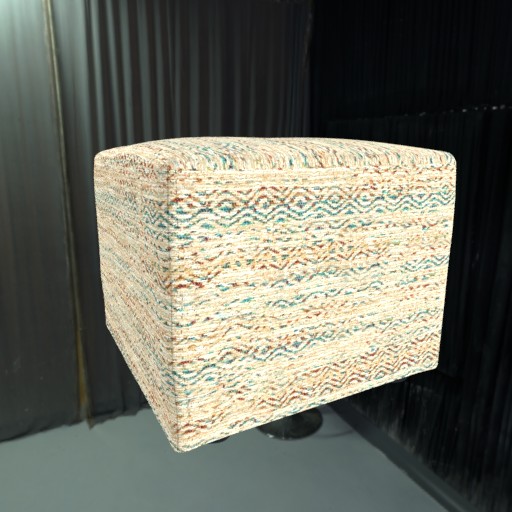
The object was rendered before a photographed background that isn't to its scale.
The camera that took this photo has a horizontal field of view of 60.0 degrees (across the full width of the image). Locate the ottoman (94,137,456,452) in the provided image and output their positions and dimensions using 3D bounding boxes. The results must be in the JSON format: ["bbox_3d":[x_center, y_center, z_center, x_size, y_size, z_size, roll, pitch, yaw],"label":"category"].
[{"bbox_3d":[0.000,0.000,0.878,0.521,0.453,0.512,-7,16,-27],"label":"ottoman"}]
